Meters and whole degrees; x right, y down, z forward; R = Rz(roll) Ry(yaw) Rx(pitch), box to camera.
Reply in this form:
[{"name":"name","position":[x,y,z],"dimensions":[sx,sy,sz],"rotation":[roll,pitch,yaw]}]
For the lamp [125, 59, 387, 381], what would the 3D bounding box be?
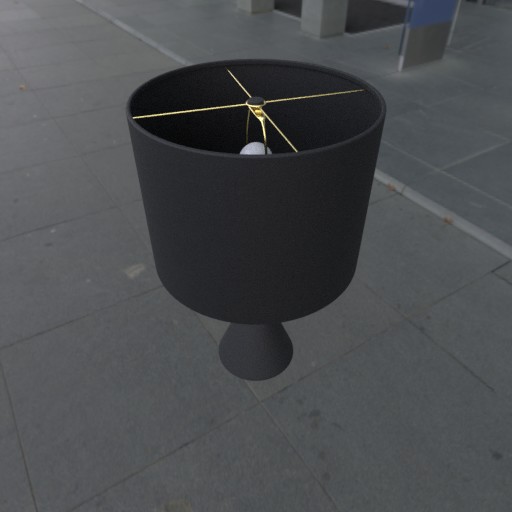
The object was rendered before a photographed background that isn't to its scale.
[{"name":"lamp","position":[0.000,0.000,0.810],"dimensions":[0.359,0.584,0.359],"rotation":[-12,41,-14]}]
